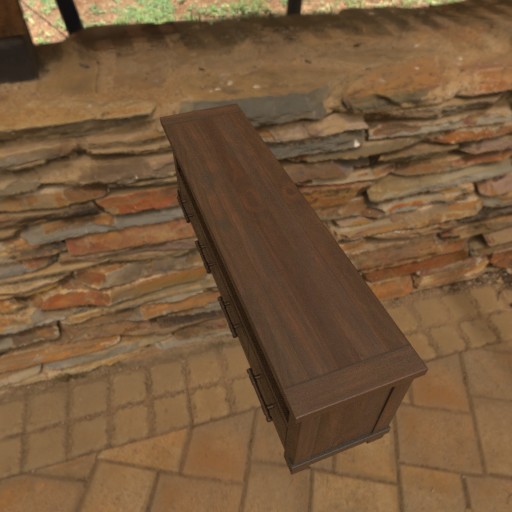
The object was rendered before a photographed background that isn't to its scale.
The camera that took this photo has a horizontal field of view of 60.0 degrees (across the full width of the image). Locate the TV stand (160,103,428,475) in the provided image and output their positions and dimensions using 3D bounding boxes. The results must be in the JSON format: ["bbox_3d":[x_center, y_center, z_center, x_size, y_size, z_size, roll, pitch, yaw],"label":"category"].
[{"bbox_3d":[0.000,0.000,2.169,0.471,0.615,1.866,-15,48,-14],"label":"TV stand"}]
